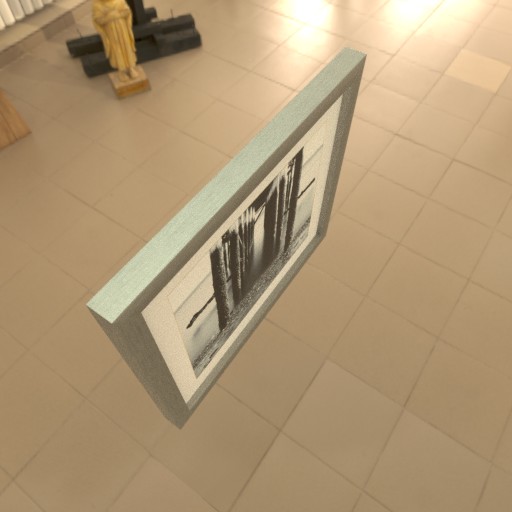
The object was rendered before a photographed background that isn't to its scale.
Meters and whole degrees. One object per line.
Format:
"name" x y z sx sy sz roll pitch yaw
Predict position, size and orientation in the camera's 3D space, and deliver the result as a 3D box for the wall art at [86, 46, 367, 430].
"wall art" 0.000 0.000 0.529 0.028 0.330 0.380 30 62 18
